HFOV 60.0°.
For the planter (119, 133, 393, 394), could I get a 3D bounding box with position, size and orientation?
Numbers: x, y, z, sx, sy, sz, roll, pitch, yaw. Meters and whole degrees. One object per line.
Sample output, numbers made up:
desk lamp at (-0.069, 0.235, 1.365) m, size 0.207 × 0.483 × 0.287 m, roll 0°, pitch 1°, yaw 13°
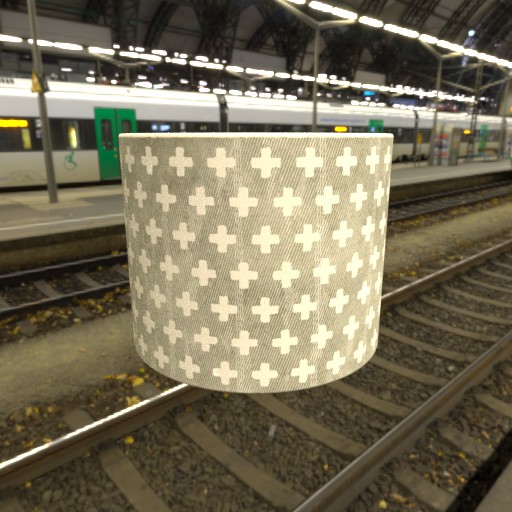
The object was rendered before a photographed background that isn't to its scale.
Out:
planter at (0.000, 0.000, 0.451) m, size 0.250 × 0.239 × 0.250 m, roll 0°, pitch 15°, yaw 0°
